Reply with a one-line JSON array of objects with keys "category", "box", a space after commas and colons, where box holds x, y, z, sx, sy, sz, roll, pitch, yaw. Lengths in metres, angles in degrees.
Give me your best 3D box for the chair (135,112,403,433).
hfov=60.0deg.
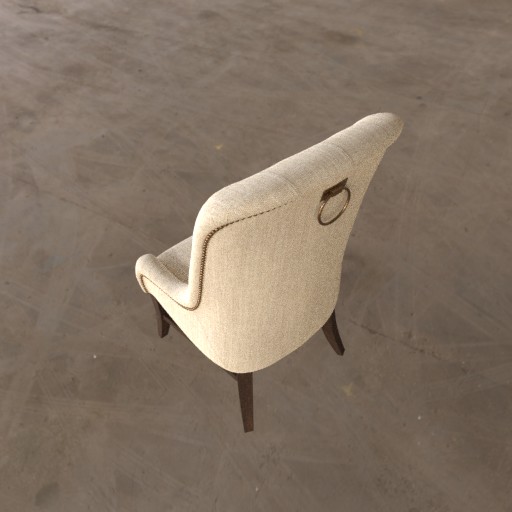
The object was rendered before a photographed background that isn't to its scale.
[{"category": "chair", "box": [0.000, 0.000, 1.474, 0.634, 1.091, 0.629, -31, 54, -26]}]
